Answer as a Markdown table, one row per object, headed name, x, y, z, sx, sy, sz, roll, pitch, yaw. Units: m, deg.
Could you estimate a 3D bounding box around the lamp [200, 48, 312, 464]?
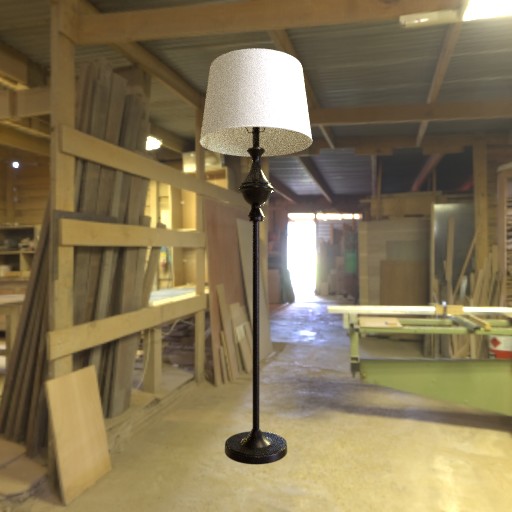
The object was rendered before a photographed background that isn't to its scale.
| name | x | y | z | sx | sy | sz | roll | pitch | yaw |
| --- | --- | --- | --- | --- | --- | --- | --- | --- | --- |
| lamp | 0.000 | 0.000 | 1.701 | 0.431 | 1.484 | 0.431 | 0 | -1 | 0 |
